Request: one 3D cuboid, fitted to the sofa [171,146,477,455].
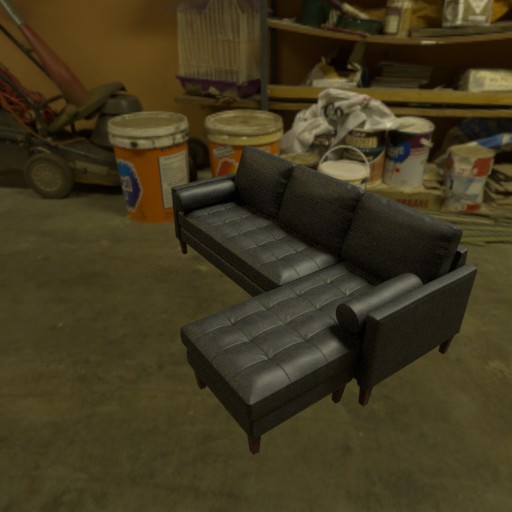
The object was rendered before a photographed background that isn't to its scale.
[{"bbox_3d":[0.000,0.000,2.930,1.497,0.876,2.178,-19,34,-30],"label":"sofa"}]
